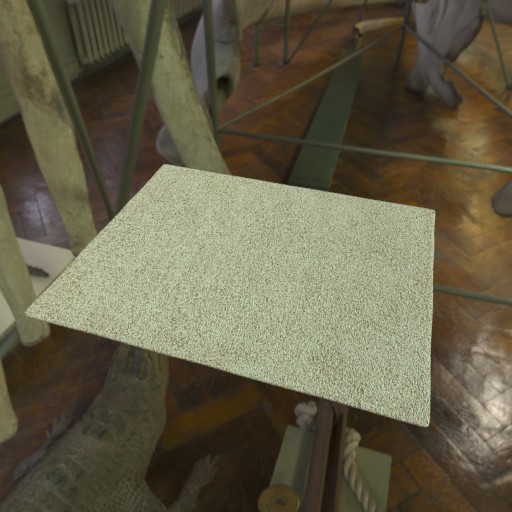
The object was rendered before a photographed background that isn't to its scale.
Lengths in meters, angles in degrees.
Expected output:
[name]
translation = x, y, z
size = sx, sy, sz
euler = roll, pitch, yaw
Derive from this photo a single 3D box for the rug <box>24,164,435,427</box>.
[rug]
translation = 0.000, 0.000, 3.982
size = 3.047, 0.029, 2.438
euler = 12, 43, 13
